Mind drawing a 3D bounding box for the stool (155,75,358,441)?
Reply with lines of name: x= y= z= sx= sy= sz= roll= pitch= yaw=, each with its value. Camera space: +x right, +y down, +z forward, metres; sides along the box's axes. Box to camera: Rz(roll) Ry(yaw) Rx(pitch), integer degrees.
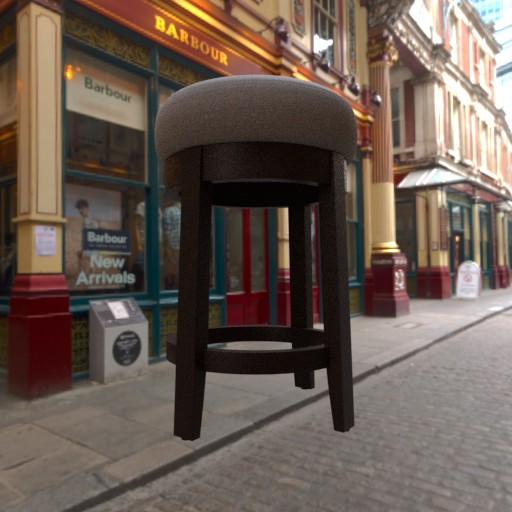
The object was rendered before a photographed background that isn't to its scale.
stool: x=0.000 y=0.000 z=0.982 sx=0.443 sy=0.672 sz=0.443 roll=0 pitch=-2 yaw=0
